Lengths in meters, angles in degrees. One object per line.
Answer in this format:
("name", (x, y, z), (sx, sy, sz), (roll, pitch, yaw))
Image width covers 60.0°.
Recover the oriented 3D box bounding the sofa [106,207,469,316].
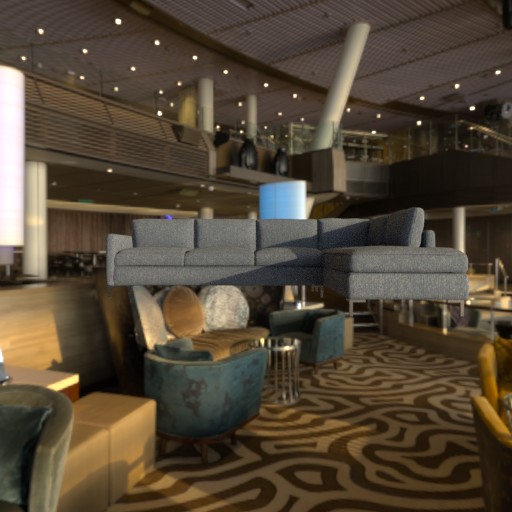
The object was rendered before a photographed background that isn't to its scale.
("sofa", (0.000, 0.000, 4.011), (2.949, 0.815, 2.007), (0, 0, 1))
